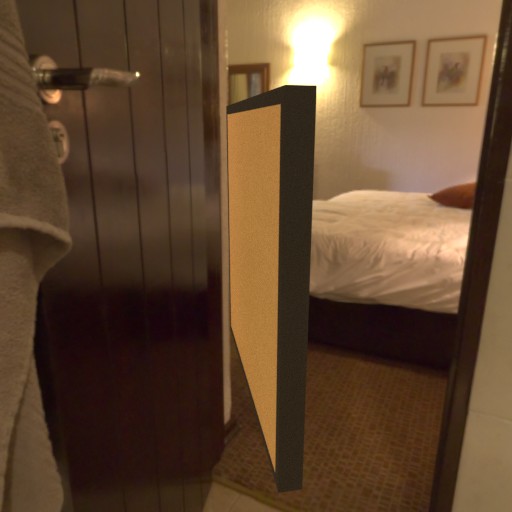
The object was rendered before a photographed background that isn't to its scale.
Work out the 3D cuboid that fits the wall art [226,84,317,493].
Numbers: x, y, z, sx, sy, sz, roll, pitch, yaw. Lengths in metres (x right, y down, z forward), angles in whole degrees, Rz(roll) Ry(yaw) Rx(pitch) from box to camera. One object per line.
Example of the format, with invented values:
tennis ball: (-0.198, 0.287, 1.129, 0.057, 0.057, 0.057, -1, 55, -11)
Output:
wall art: (0.000, 0.000, 0.759, 0.033, 0.507, 0.508, -3, 17, -10)
